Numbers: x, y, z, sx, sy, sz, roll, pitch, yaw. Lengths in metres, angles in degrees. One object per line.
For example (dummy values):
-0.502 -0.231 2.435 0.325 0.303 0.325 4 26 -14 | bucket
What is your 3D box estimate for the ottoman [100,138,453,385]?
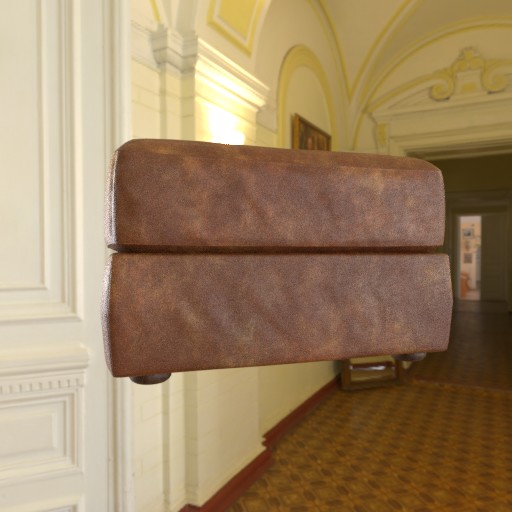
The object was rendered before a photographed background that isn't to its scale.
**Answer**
0.000 0.000 1.145 0.751 0.476 0.603 0 1 -17 | ottoman
